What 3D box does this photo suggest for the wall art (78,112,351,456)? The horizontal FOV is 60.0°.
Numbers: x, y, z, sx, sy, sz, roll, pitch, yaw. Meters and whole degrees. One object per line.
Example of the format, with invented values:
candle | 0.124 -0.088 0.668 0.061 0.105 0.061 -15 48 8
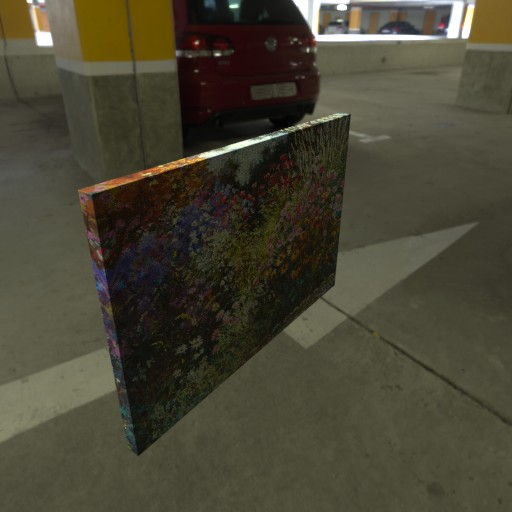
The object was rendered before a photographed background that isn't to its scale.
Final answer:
wall art | 0.000 0.000 1.167 0.037 0.604 0.908 19 33 32
